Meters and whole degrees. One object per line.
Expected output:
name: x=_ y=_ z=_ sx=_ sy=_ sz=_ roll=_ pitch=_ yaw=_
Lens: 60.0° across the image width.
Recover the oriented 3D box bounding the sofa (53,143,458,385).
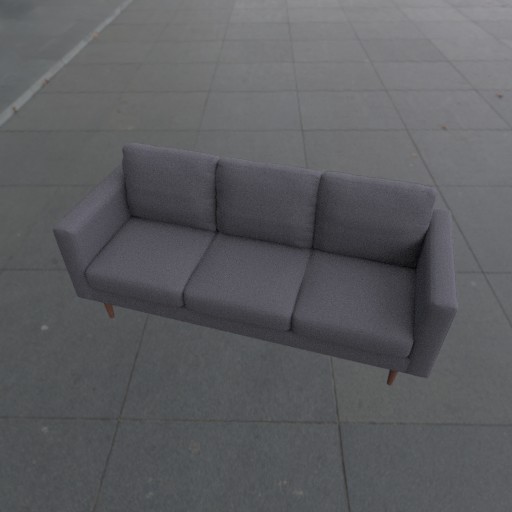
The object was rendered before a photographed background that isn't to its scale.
sofa: x=0.000 y=0.000 z=2.529 sx=2.029 sy=0.912 sz=0.802 roll=11 pitch=42 yaw=12
